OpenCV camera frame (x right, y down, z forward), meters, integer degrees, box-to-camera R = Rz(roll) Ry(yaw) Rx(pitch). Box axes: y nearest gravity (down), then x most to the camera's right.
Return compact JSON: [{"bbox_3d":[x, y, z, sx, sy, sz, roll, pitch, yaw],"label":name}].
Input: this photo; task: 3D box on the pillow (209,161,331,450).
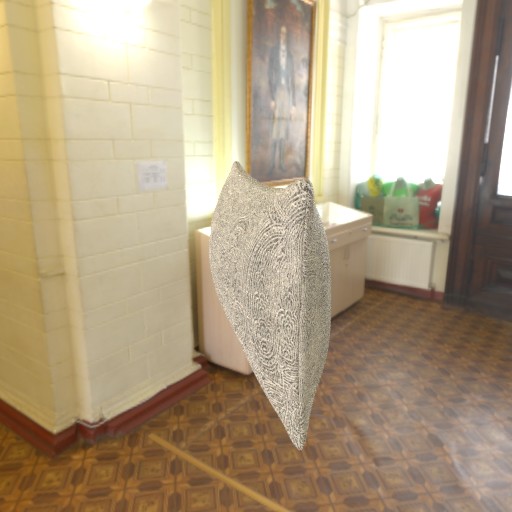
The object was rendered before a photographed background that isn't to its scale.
[{"bbox_3d":[0.000,0.000,0.739,0.151,0.295,0.615,-2,14,-9],"label":"pillow"}]
